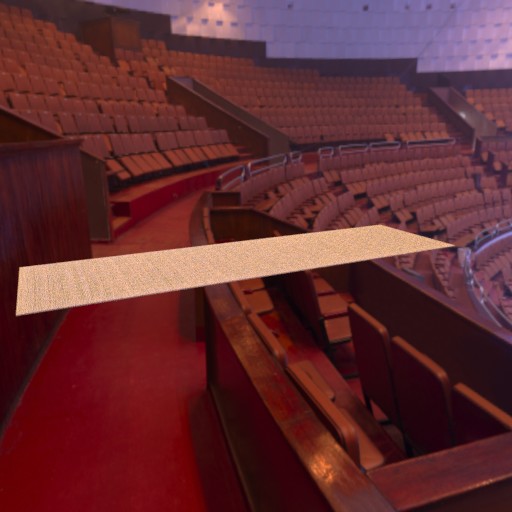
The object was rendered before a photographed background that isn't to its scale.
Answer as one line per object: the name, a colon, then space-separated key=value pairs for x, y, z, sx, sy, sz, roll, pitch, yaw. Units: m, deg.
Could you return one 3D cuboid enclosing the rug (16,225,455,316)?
rug: x=0.000 y=0.000 z=2.554 sx=2.437 sy=0.006 sz=0.686 roll=-8 pitch=18 yaw=-25
